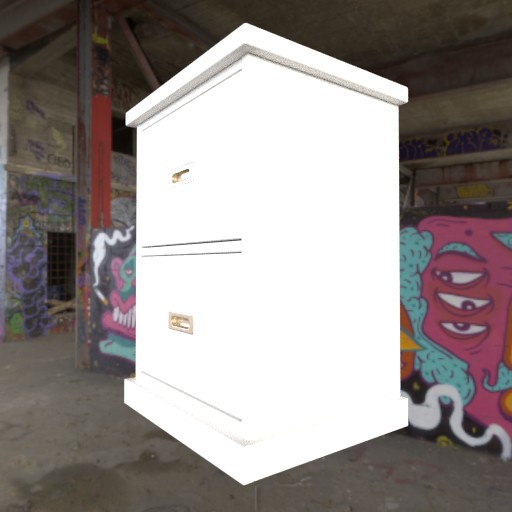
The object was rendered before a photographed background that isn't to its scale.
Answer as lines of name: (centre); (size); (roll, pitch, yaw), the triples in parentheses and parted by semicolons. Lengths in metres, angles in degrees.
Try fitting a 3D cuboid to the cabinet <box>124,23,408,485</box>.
cabinet: (0.000, 0.000, 1.026); (0.431, 0.723, 0.520); (1, -1, -37)
